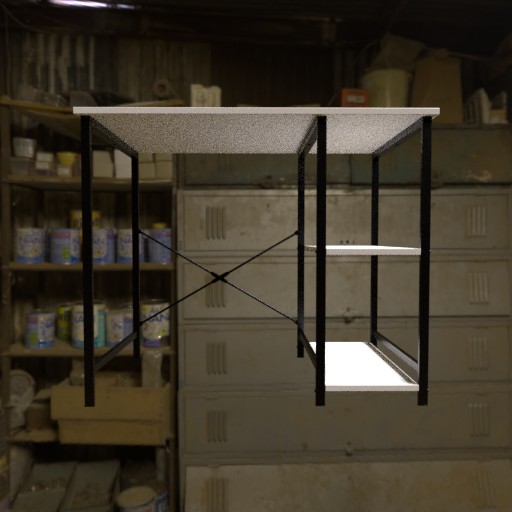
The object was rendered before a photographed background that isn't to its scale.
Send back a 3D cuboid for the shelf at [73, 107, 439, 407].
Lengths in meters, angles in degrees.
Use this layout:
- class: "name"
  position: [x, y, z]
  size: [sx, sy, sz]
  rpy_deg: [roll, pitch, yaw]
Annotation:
- class: "shelf"
  position: [0.000, 0.000, 1.353]
  size: [0.902, 0.750, 0.498]
  rpy_deg: [0, 2, 0]
